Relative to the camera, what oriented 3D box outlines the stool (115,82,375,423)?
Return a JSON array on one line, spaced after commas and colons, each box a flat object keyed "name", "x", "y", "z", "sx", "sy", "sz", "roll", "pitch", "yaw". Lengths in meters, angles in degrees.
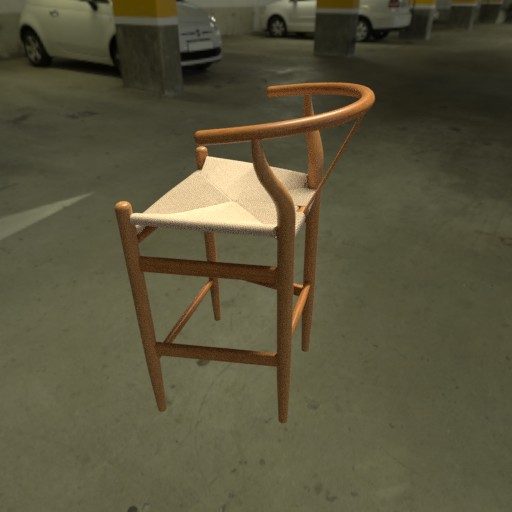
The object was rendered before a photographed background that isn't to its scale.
[{"name": "stool", "x": 0.000, "y": 0.000, "z": 1.347, "sx": 0.579, "sy": 0.970, "sz": 0.569, "roll": 9, "pitch": 32, "yaw": 15}]
